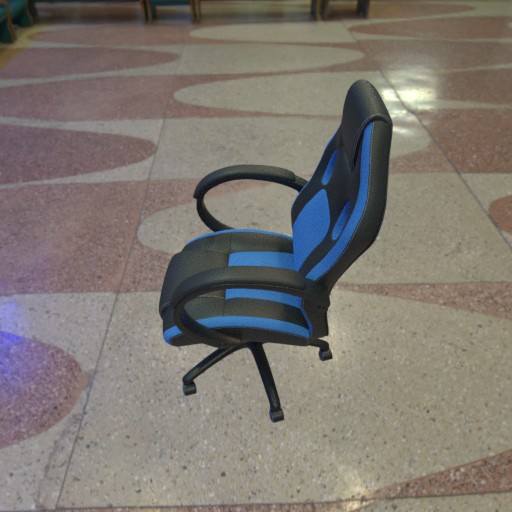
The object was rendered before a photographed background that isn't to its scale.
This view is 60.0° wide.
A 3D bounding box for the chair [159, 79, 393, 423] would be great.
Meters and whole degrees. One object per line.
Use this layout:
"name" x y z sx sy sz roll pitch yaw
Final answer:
"chair" 0.000 0.000 1.611 0.724 1.187 0.673 1 41 1
